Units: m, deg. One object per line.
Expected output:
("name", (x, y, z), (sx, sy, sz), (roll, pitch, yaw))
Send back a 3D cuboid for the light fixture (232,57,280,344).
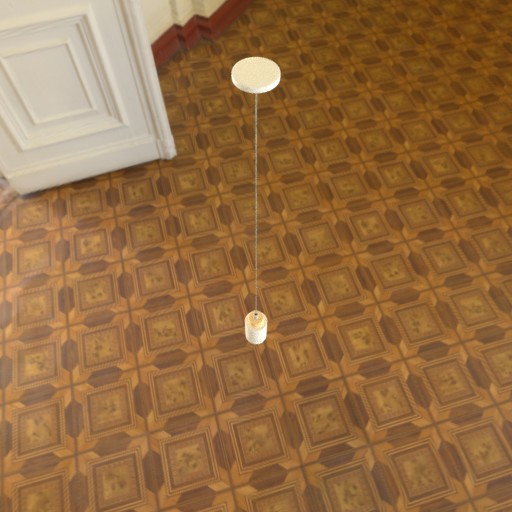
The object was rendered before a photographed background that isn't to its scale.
("light fixture", (0.000, 0.000, 1.897), (0.125, 1.798, 0.125), (-14, 60, -8))
